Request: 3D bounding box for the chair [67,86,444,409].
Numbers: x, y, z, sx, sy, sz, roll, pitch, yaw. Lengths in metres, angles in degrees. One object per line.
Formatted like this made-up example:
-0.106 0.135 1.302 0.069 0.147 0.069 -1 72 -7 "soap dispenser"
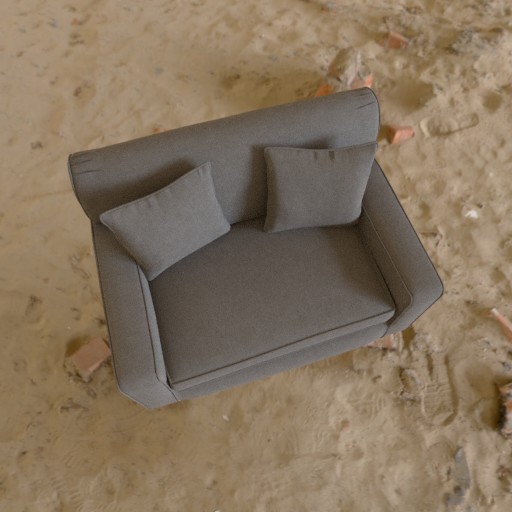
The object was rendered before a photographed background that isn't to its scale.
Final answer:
0.000 0.000 2.084 1.395 0.953 0.992 -15 65 -7 "chair"
